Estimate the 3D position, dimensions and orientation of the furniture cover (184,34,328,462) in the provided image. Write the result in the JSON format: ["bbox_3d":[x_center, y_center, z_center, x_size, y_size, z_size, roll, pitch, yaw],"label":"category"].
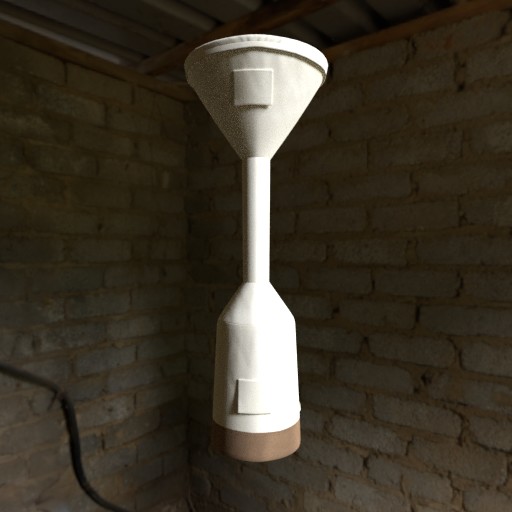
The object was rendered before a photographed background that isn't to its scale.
[{"bbox_3d":[0.000,0.000,2.861,0.914,2.413,0.914,0,1,0],"label":"furniture cover"}]
